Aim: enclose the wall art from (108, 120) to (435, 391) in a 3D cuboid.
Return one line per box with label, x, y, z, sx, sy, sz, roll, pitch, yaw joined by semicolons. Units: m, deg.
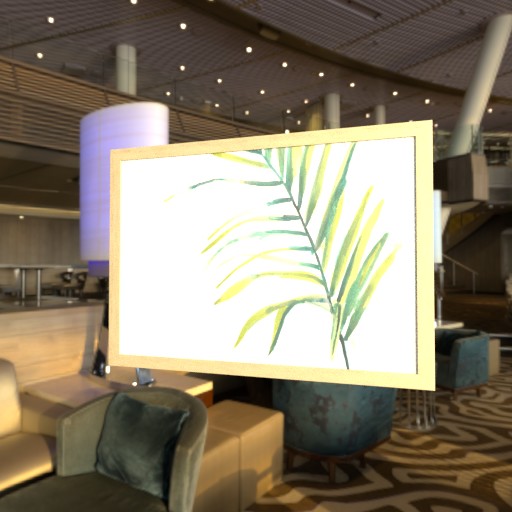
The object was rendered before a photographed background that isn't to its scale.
wall art;0.000;0.000;0.716;0.532;0.380;0.032;0;-2;17
